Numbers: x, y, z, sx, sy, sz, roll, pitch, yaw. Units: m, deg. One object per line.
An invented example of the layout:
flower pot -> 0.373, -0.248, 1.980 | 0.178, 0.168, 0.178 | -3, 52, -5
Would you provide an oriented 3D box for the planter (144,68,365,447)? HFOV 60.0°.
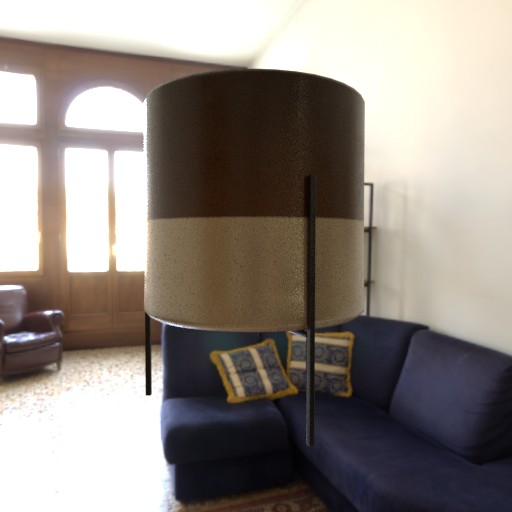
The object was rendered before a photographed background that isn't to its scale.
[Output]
planter -> 0.000, 0.000, 0.715 | 0.345, 0.465, 0.354 | 1, 2, 36
